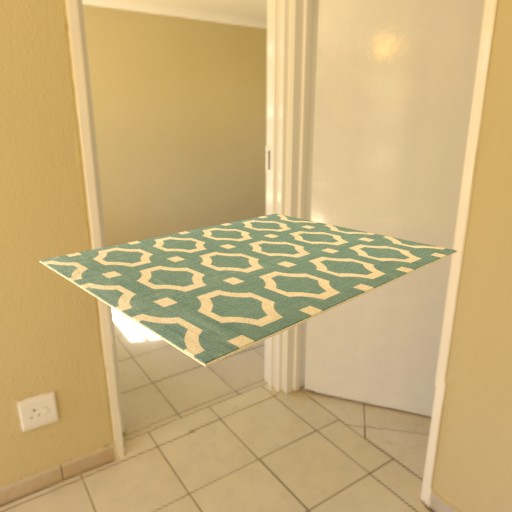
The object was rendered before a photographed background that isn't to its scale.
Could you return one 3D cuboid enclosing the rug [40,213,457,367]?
[{"bbox_3d":[0.000,0.000,4.143,3.049,0.021,2.466,-15,23,-41],"label":"rug"}]
